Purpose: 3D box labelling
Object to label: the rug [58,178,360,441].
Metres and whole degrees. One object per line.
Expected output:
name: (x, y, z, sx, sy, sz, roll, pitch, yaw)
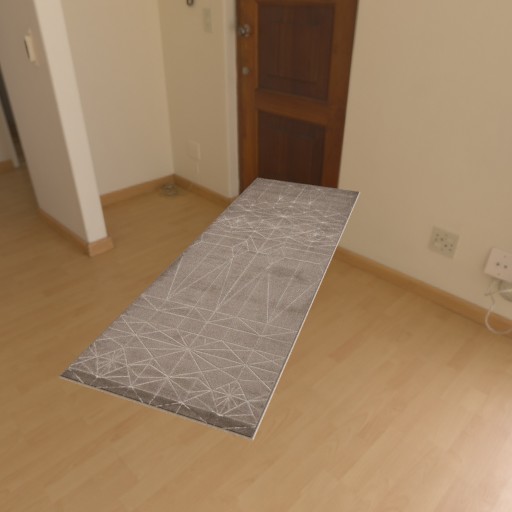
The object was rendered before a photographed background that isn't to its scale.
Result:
rug: (0.000, 0.000, 2.666, 0.864, 0.012, 2.388, 11, 33, 17)
